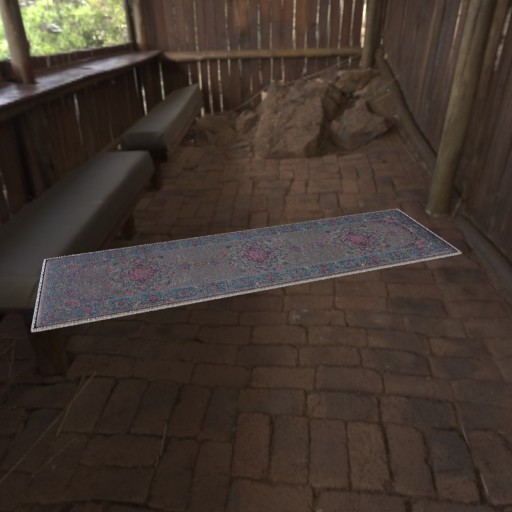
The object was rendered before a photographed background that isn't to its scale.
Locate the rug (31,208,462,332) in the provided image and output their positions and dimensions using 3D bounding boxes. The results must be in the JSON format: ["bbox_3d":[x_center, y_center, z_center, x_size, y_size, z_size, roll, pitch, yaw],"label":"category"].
[{"bbox_3d":[0.000,0.000,2.527,2.297,0.019,0.659,-9,31,-15],"label":"rug"}]
